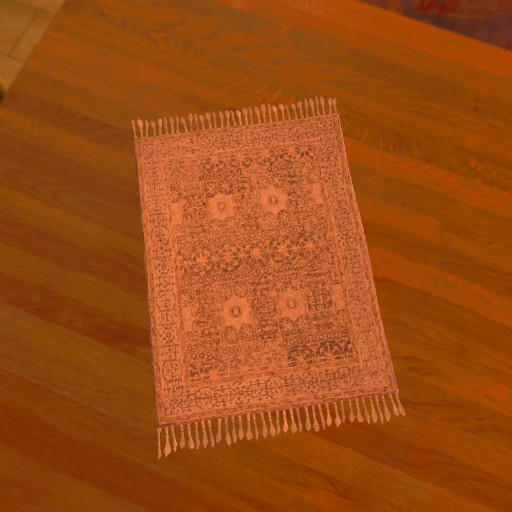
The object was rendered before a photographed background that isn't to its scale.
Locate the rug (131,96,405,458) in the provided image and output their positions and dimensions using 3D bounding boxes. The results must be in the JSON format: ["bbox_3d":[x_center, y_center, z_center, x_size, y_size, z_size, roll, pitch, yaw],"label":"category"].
[{"bbox_3d":[0.000,0.000,3.152,1.619,0.023,2.465,-8,75,-2],"label":"rug"}]
